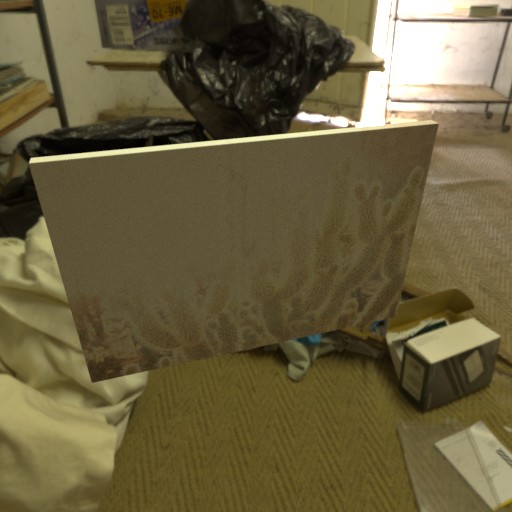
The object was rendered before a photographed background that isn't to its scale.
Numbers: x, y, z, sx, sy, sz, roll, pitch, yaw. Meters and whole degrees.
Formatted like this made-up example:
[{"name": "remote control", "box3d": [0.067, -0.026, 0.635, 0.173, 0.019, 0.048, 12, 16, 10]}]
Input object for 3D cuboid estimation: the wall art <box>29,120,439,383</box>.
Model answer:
[{"name": "wall art", "box3d": [0.000, 0.000, 1.413, 1.142, 0.758, 0.041, -9, 34, -14]}]
